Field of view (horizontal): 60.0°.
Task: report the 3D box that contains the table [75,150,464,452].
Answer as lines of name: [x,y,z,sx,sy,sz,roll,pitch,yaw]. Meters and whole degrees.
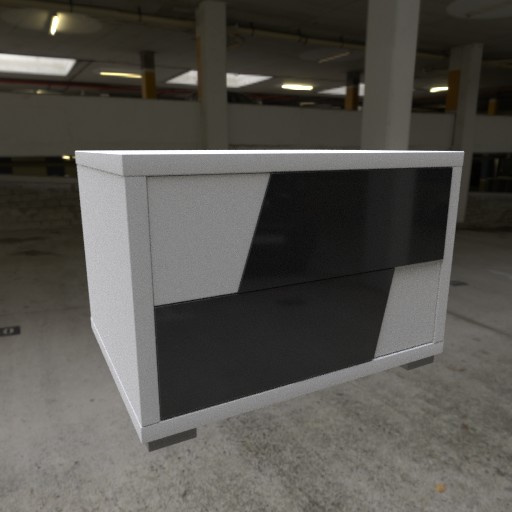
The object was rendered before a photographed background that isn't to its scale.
table: [0.000,0.000,0.777,0.517,0.357,0.399,-7,16,-27]
